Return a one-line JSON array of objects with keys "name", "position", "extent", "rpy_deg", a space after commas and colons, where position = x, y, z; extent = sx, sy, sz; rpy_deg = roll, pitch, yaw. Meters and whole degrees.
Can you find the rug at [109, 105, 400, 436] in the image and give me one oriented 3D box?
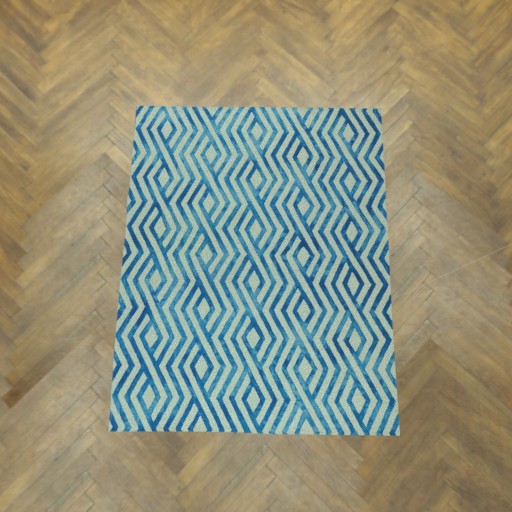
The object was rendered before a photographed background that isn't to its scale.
[{"name": "rug", "position": [0.000, 0.000, 4.069], "extent": [2.453, 0.008, 3.059], "rpy_deg": [1, 76, 0]}]
